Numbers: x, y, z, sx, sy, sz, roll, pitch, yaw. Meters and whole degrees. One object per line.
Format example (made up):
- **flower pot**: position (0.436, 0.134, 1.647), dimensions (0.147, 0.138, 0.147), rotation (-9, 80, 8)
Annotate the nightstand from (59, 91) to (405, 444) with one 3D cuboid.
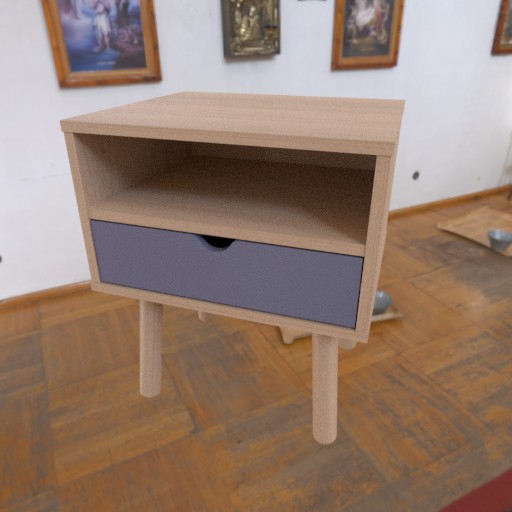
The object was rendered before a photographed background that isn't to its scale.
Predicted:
- **nightstand**: position (0.000, 0.000, 0.832), dimensions (0.450, 0.530, 0.380), rotation (8, 28, 17)
